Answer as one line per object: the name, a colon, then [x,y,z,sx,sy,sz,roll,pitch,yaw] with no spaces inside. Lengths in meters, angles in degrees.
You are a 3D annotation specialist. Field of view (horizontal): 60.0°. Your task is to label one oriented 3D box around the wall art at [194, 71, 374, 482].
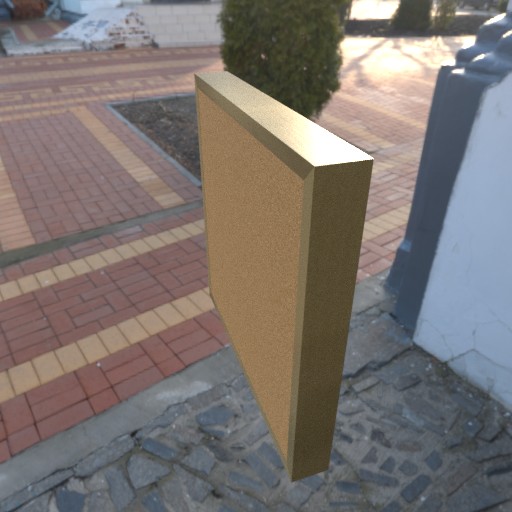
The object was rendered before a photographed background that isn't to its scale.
wall art: [0.000,0.000,0.454,0.038,0.305,0.304,-11,34,-16]
